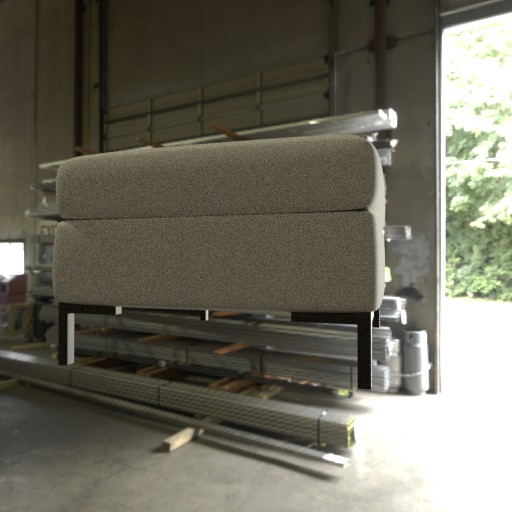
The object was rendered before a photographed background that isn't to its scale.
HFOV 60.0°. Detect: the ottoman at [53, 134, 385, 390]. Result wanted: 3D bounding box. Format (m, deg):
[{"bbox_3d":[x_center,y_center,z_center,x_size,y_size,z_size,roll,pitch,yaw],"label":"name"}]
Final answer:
[{"bbox_3d":[0.000,0.000,1.174,0.657,0.453,0.794,0,-1,17],"label":"ottoman"}]
